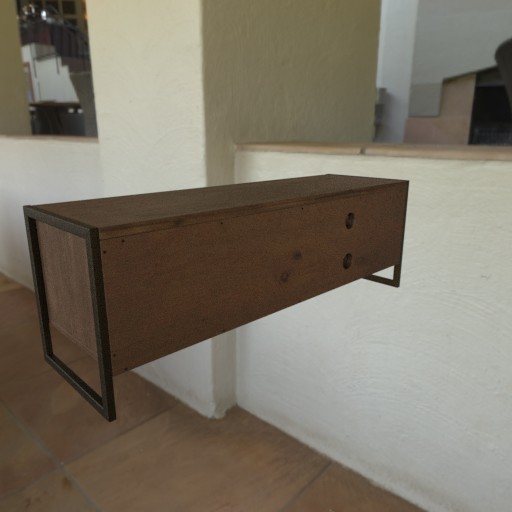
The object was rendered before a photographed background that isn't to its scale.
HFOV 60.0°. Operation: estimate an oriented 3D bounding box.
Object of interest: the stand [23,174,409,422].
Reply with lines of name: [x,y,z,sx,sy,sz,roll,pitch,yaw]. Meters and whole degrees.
stand: [0.000,0.000,1.714,1.480,0.506,0.454,-15,21,-42]
